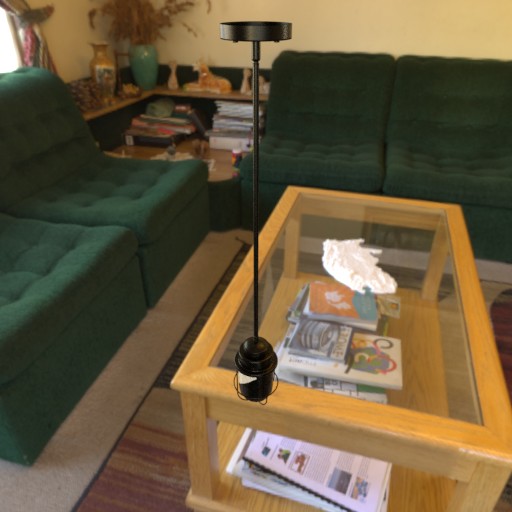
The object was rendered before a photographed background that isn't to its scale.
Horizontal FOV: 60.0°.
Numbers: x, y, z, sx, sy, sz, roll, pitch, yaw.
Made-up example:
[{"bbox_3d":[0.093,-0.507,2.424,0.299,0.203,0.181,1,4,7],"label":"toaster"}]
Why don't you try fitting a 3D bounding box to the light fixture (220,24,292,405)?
[{"bbox_3d":[0.000,0.000,0.989,0.123,0.920,0.123,-1,31,-1],"label":"light fixture"}]
